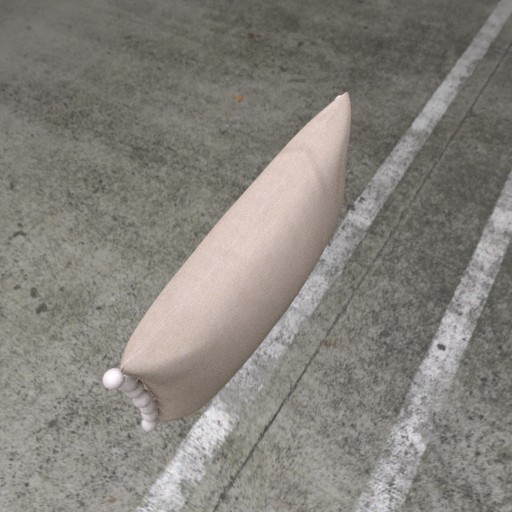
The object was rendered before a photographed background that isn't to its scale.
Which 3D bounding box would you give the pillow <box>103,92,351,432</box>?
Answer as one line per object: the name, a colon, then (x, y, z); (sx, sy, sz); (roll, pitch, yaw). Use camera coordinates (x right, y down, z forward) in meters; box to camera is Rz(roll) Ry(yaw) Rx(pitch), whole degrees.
pillow: (0.000, 0.000, 0.848); (0.201, 0.322, 0.709); (29, 62, 17)
